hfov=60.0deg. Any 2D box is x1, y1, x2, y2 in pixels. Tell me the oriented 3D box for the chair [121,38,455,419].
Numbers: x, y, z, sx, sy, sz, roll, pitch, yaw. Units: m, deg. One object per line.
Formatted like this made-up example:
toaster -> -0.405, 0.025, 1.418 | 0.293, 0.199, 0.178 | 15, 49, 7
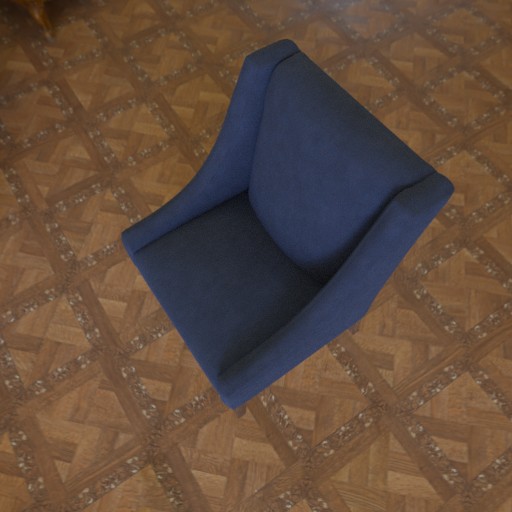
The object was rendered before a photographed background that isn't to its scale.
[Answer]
chair -> 0.000, 0.000, 1.355 | 0.629, 0.895, 0.629 | -32, 67, -16
